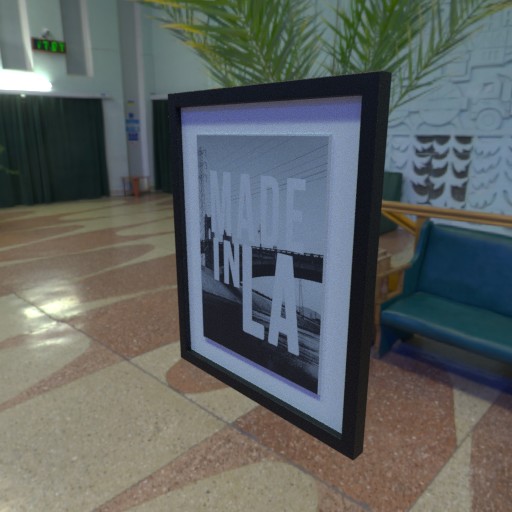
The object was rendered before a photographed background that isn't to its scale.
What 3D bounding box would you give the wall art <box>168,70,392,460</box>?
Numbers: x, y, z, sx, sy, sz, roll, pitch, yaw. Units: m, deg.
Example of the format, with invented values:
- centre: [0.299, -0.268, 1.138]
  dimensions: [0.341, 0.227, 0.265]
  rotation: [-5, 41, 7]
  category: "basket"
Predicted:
- centre: [0.000, 0.000, 0.773]
  dimensions: [0.028, 0.559, 0.457]
  rotation: [-15, 21, -42]
  category: "wall art"
